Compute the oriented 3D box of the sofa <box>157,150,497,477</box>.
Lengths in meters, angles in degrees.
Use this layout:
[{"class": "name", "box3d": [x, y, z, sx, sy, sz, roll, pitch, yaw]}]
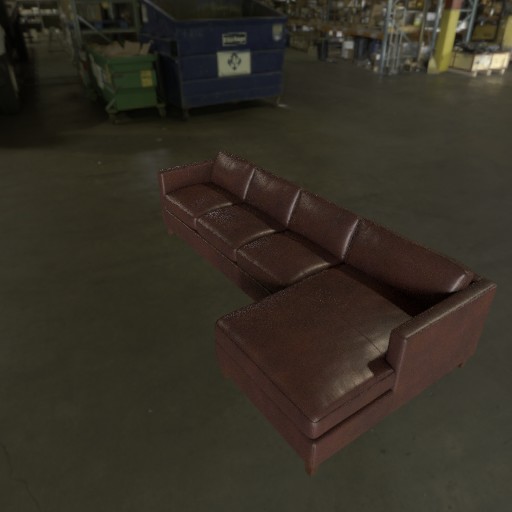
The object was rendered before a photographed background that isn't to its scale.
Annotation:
[{"class": "sofa", "box3d": [0.000, 0.000, 3.738, 1.581, 0.883, 3.203, -20, 37, -30]}]
